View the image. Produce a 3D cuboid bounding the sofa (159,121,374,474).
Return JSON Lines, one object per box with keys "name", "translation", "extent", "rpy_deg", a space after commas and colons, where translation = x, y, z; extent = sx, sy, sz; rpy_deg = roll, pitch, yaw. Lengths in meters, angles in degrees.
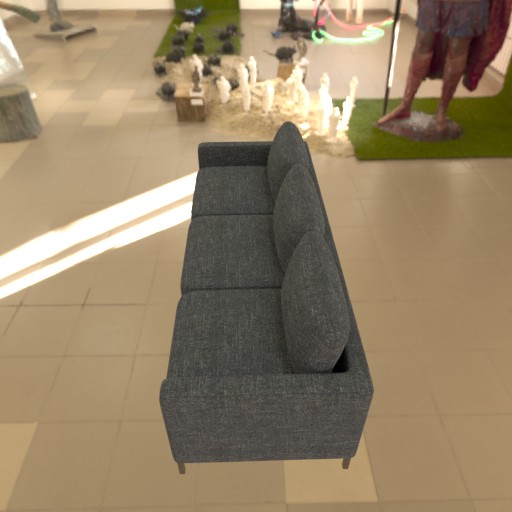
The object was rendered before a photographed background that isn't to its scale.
{"name": "sofa", "translation": [0.000, 0.000, 2.681], "extent": [0.859, 0.874, 2.218], "rpy_deg": [-1, 40, -1]}
